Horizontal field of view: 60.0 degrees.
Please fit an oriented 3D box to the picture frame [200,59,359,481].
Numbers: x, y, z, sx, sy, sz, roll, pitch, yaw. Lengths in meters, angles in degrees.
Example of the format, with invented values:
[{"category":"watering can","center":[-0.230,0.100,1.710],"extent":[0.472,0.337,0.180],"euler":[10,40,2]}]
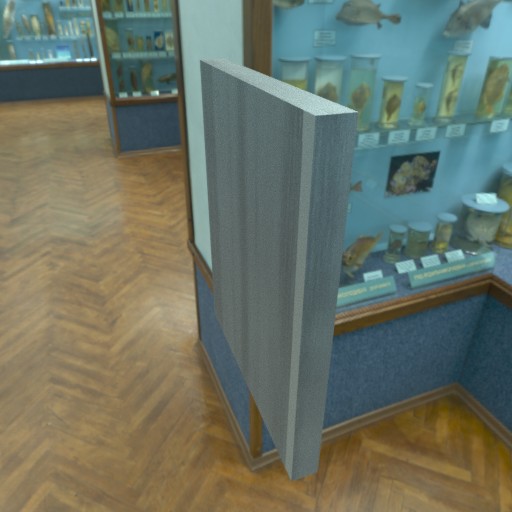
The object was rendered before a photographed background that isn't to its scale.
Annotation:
[{"category":"picture frame","center":[0.000,0.000,0.738],"extent":[0.046,0.555,0.449],"euler":[-10,32,-17]}]
